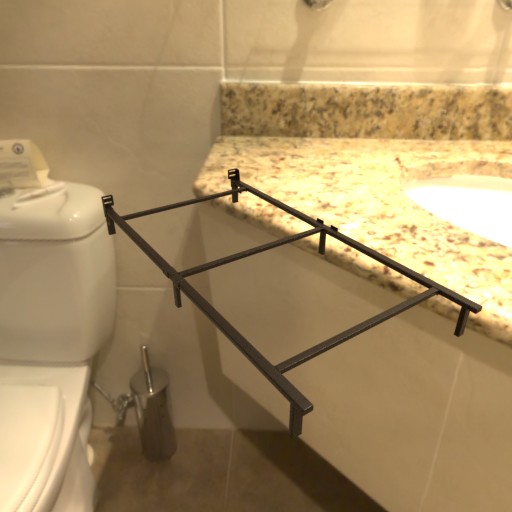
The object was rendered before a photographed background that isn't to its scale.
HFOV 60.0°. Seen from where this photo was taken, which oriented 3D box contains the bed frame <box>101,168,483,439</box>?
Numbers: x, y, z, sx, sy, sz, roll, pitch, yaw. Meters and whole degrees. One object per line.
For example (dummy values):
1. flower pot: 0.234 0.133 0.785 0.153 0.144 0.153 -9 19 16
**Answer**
1. bed frame: 0.000 0.000 2.287 0.968 0.248 1.897 -19 34 -30
